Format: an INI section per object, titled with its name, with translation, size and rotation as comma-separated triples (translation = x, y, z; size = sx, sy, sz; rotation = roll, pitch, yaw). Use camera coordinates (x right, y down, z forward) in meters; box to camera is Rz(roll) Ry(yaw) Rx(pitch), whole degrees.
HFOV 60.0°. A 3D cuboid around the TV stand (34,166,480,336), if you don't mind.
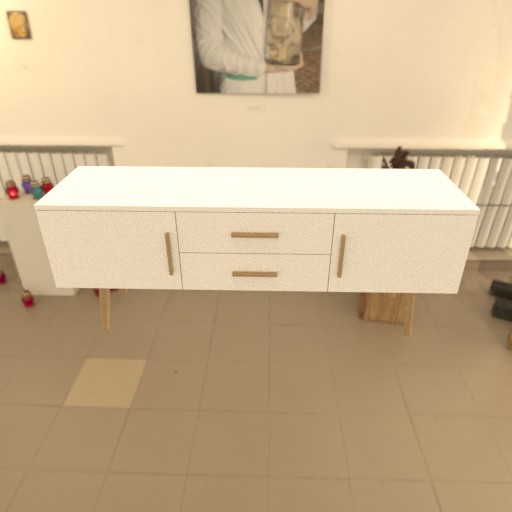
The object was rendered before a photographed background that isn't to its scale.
[TV stand]
translation = 0.000, 0.000, 1.683
size = 1.398, 0.560, 0.401
rotation = 1, 30, 1
